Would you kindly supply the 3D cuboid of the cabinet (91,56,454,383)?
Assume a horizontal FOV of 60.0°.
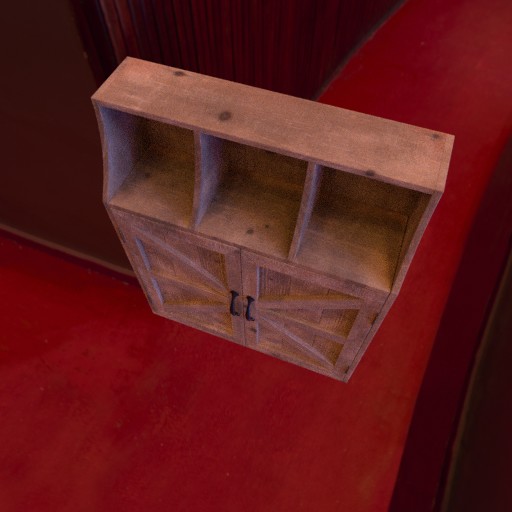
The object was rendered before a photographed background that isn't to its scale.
[{"bbox_3d":[0.000,0.000,0.831,0.489,0.590,0.184,18,59,11],"label":"cabinet"}]
